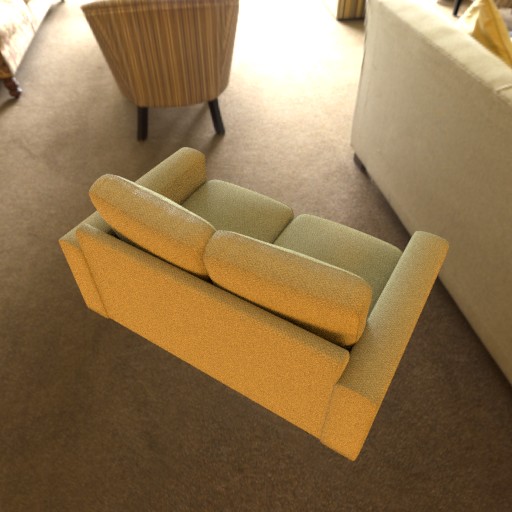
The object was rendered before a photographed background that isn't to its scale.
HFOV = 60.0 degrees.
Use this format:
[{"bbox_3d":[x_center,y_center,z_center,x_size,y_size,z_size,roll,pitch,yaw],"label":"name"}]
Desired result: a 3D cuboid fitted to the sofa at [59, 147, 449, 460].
[{"bbox_3d":[0.000,0.000,2.213,1.616,0.873,1.016,24,50,21],"label":"sofa"}]
